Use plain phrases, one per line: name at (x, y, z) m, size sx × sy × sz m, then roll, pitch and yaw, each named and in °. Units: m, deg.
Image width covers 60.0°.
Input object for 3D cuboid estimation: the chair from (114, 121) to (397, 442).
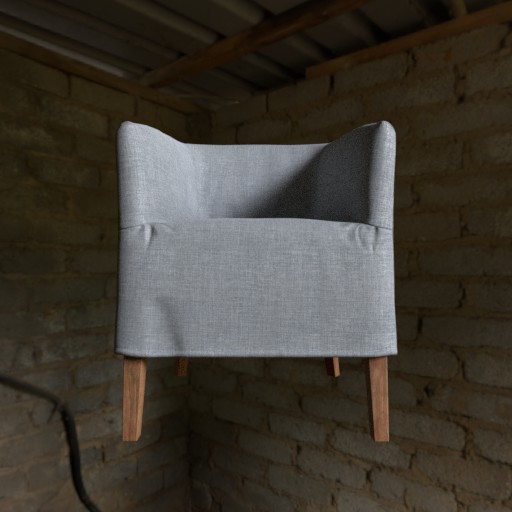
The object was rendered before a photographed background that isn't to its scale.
chair at (0.000, 0.000, 1.232) m, size 0.600 × 0.771 × 0.668 m, roll 0°, pitch -1°, yaw 0°
